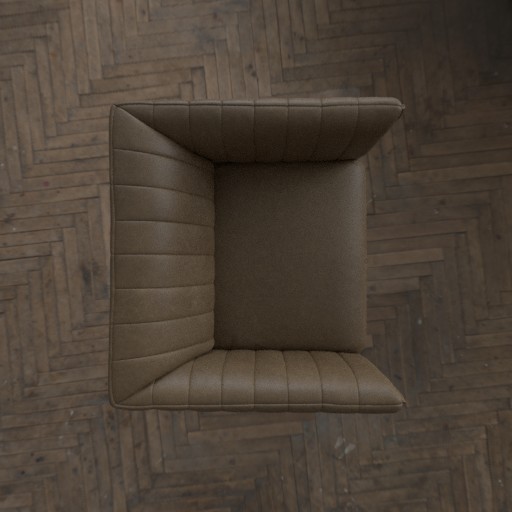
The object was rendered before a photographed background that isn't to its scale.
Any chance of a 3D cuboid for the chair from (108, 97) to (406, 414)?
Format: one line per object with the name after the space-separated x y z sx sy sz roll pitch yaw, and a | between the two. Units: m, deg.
0.000 0.000 1.655 0.876 0.779 0.981 0 89 0 | chair
